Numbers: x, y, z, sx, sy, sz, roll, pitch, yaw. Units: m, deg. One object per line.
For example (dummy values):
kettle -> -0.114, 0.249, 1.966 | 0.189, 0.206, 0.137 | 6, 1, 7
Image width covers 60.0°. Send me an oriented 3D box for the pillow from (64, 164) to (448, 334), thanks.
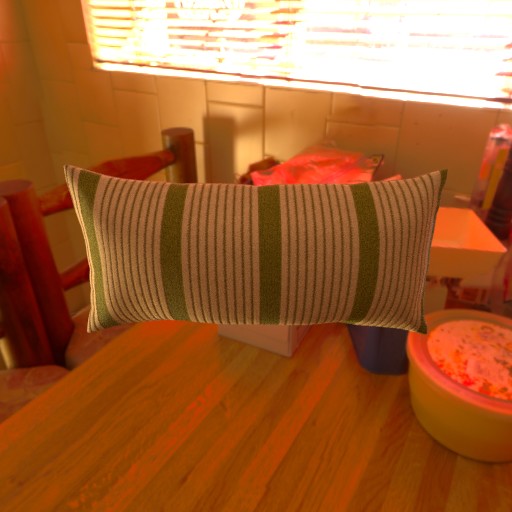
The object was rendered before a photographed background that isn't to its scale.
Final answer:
pillow -> 0.000, 0.000, 0.742 | 0.608, 0.292, 0.156 | 0, 29, 1
